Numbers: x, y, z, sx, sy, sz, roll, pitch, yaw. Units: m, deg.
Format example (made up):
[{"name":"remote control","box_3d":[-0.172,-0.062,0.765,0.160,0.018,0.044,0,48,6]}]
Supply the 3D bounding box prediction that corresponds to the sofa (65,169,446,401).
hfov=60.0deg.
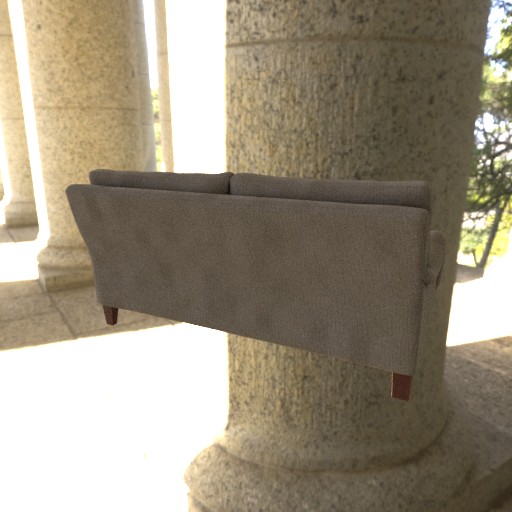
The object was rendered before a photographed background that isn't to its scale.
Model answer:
[{"name":"sofa","box_3d":[0.000,0.000,2.832,2.193,1.096,1.069,8,17,26]}]
